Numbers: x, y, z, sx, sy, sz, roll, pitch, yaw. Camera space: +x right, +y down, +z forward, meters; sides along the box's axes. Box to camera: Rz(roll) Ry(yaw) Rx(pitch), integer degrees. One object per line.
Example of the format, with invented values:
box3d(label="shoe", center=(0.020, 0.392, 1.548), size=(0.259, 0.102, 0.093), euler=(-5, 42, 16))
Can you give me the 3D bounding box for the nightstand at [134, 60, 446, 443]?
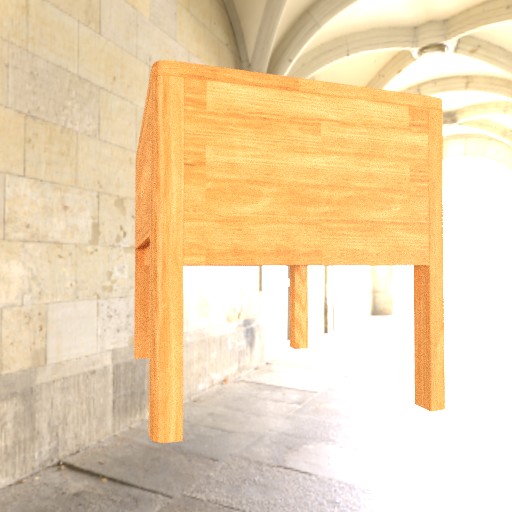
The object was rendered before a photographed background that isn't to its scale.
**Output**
box3d(label="nightstand", center=(0.000, 0.000, 0.871), size=(0.440, 0.470, 0.560), euler=(0, -1, -17))
